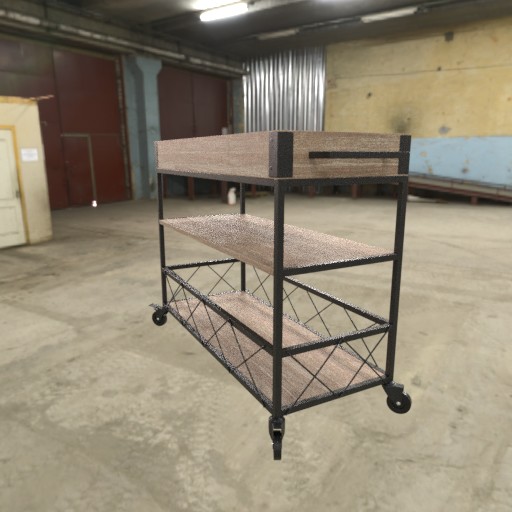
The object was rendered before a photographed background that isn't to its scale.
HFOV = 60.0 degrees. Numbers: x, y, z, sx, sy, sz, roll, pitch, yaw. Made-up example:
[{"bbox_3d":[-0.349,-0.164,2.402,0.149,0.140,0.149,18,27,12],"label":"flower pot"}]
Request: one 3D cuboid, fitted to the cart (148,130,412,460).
[{"bbox_3d":[0.000,0.000,1.536,0.500,0.787,1.101,-7,15,-28],"label":"cart"}]
